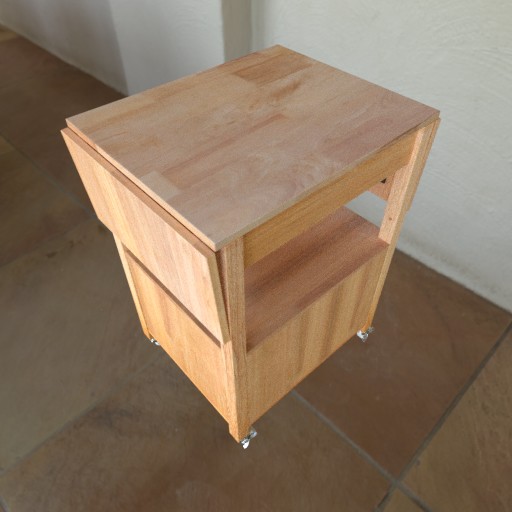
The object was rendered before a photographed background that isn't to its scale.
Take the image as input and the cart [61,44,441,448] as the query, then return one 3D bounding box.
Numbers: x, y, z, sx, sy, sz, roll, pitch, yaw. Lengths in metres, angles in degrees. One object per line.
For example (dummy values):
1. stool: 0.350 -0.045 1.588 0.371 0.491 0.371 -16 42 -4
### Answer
1. cart: 0.000 0.000 1.223 0.640 0.838 0.508 -33 54 -28
